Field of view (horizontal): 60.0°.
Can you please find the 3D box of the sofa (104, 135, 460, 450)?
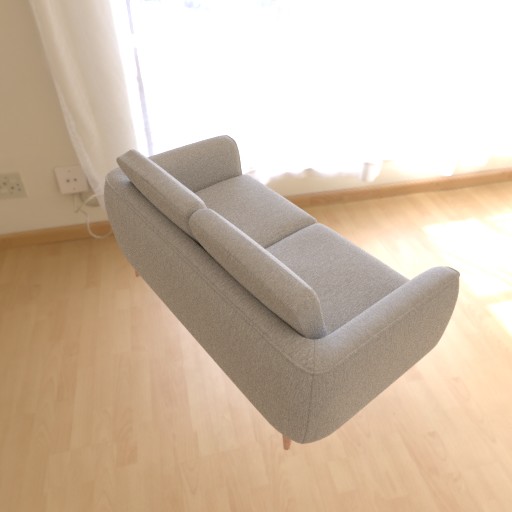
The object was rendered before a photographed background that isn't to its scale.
[{"bbox_3d":[0.000,0.000,2.223,0.920,0.850,1.700,-27,47,-28],"label":"sofa"}]
